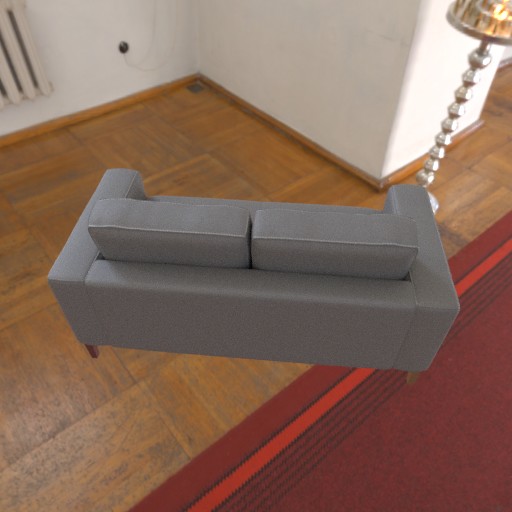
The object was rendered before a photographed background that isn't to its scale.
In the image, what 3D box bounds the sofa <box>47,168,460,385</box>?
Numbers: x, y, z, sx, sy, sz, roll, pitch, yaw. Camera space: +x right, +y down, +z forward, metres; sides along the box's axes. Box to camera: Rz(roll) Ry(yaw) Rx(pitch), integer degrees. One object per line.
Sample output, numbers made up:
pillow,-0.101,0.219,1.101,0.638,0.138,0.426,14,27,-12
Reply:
sofa,0.000,0.000,2.200,1.726,0.892,0.833,4,46,4
